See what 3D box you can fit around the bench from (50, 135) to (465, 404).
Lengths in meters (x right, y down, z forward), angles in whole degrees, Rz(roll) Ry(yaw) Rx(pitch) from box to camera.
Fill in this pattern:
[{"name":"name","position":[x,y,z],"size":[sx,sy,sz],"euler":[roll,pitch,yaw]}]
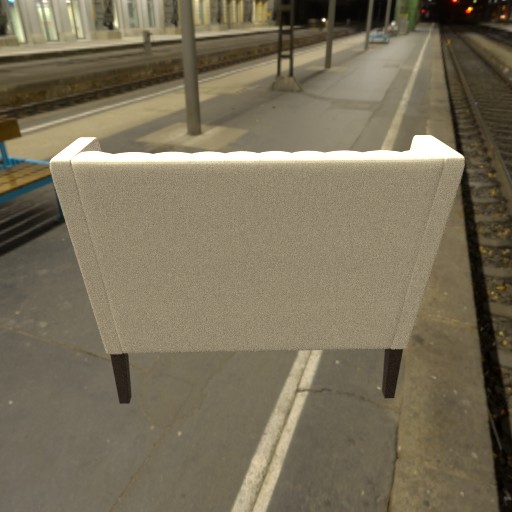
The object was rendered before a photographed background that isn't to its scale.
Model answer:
[{"name":"bench","position":[0.000,0.000,1.959],"size":[1.280,1.123,0.847],"euler":[-1,29,-1]}]
